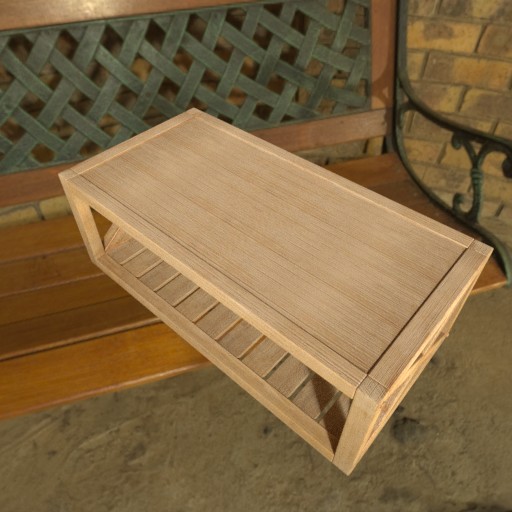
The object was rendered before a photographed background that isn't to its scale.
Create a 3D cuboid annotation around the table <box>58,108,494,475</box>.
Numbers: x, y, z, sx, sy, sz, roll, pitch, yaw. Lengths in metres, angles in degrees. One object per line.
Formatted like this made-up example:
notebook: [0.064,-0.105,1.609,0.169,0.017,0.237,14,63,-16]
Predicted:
table: [0.000,0.000,1.611,1.321,0.457,0.660,32,54,28]
